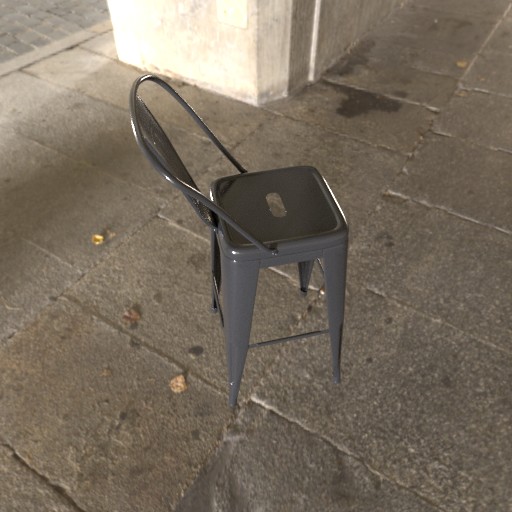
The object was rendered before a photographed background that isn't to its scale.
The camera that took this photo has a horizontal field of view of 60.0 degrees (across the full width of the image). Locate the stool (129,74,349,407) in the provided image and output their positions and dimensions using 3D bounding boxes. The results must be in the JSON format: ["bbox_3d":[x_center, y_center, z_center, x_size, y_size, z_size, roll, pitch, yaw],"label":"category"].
[{"bbox_3d":[0.000,0.000,1.312,0.528,1.022,0.432,-10,48,-9],"label":"stool"}]
